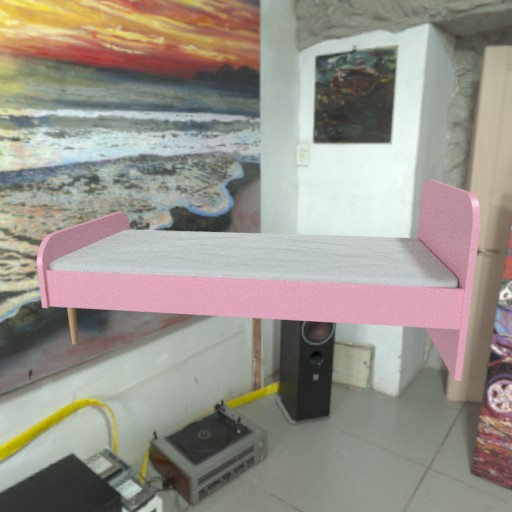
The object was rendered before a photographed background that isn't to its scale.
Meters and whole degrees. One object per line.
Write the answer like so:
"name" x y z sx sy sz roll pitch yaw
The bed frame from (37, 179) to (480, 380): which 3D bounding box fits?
"bed frame" 0.000 0.000 2.459 1.963 0.805 0.998 2 14 8
